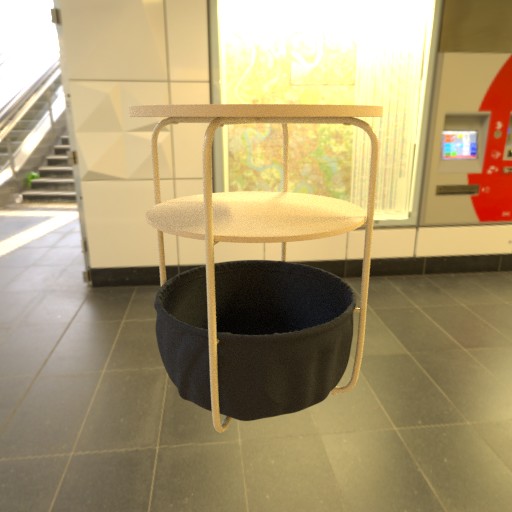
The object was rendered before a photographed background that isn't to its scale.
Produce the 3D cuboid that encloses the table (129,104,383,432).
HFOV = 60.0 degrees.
[{"bbox_3d":[0.000,0.000,0.835,0.418,0.532,0.418,-8,19,-25],"label":"table"}]
